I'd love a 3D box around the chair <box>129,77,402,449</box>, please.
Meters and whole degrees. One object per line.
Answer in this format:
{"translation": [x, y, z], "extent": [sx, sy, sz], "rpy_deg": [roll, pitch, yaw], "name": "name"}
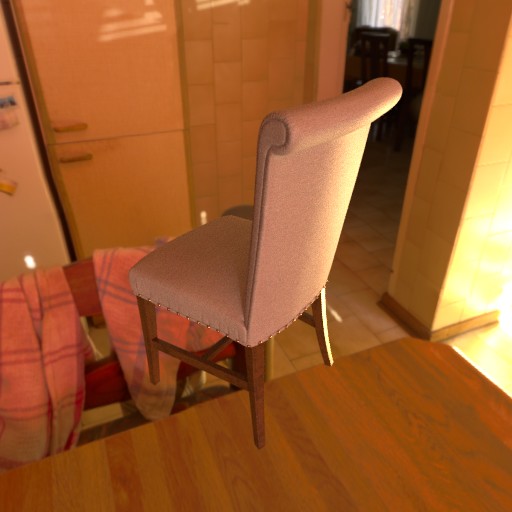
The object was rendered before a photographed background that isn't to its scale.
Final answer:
{"translation": [0.000, 0.000, 1.325], "extent": [0.608, 0.988, 0.513], "rpy_deg": [21, 36, 31], "name": "chair"}
